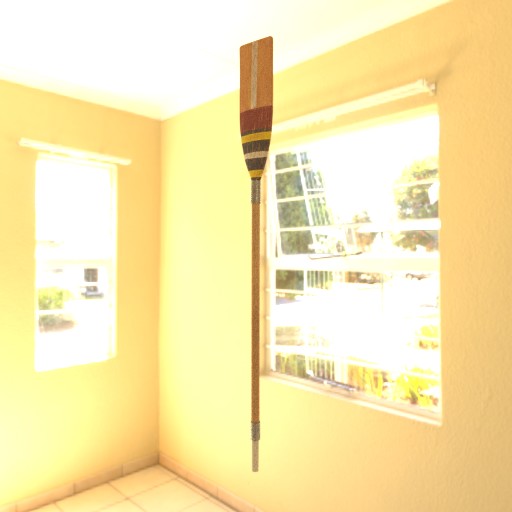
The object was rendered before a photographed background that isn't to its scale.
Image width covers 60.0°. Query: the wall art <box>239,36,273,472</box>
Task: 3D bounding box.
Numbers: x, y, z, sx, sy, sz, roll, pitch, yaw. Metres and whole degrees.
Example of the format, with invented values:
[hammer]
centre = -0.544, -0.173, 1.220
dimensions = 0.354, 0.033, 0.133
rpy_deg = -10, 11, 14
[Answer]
[wall art]
centre = 0.000, 0.000, 1.602
dimensions = 0.146, 1.556, 0.038
rpy_deg = 0, 0, 36
